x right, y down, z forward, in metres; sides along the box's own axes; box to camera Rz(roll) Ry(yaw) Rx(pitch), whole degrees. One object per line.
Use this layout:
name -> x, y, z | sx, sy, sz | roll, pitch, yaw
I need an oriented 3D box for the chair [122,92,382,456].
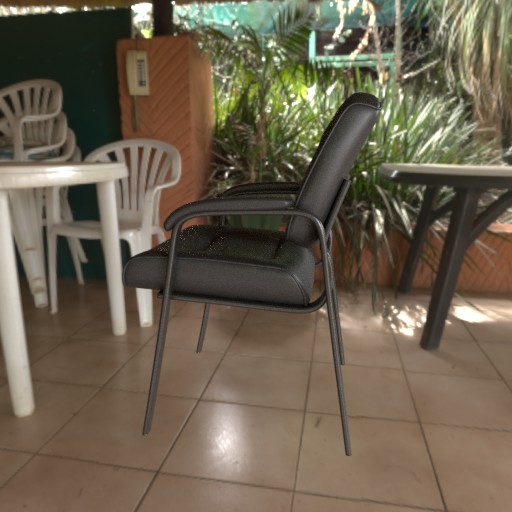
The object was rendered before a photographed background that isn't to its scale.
chair -> 0.000, 0.000, 1.337 | 0.668, 0.910, 0.591 | 2, 14, 9
